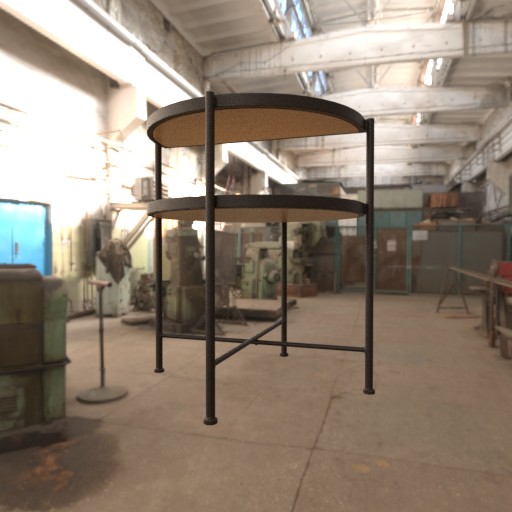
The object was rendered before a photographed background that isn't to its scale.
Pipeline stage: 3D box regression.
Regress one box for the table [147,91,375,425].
[{"bbox_3d":[0.000,0.000,1.202,0.629,0.684,0.628,0,1,18],"label":"table"}]
